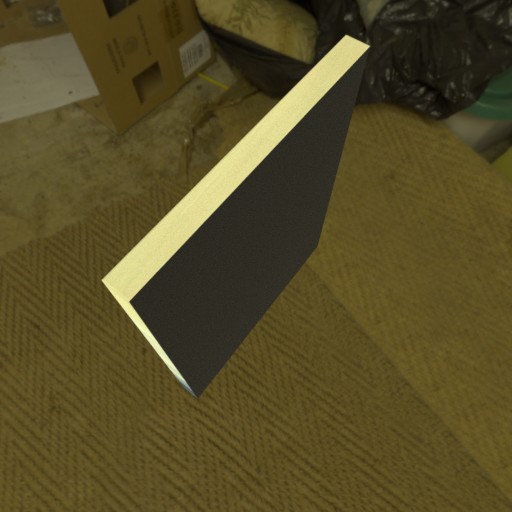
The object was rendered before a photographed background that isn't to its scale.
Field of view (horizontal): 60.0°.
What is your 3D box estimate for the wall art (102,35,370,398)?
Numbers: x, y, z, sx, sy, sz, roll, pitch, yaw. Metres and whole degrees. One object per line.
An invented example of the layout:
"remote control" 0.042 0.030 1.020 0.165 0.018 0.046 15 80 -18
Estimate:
"wall art" 0.000 0.000 0.823 0.040 0.608 0.489 34 68 16
